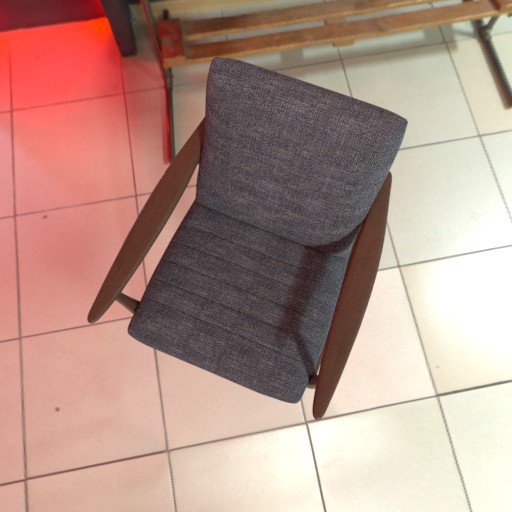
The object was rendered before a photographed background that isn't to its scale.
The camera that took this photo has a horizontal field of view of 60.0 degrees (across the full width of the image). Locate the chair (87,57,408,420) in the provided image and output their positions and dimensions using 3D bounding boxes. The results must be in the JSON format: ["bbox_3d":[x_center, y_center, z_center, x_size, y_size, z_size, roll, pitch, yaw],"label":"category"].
[{"bbox_3d":[0.000,0.000,1.460,0.741,0.832,0.798,21,75,6],"label":"chair"}]
